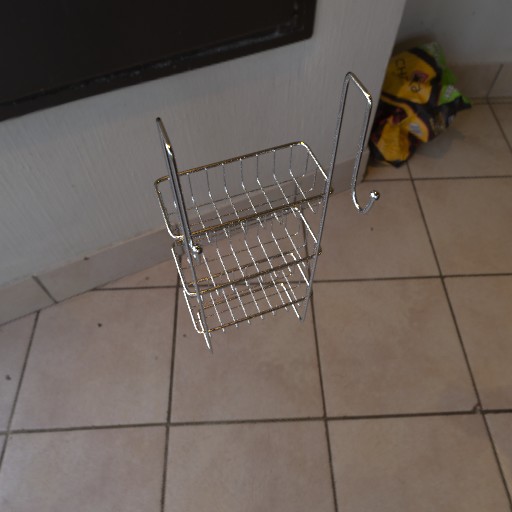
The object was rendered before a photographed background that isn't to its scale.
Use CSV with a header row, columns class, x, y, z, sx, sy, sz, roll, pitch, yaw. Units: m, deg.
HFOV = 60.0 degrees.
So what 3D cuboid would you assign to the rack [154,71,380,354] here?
class,x,y,z,sx,sy,sz,roll,pitch,yaw
rack,0.000,0.000,0.658,0.228,0.574,0.202,-17,58,-11
